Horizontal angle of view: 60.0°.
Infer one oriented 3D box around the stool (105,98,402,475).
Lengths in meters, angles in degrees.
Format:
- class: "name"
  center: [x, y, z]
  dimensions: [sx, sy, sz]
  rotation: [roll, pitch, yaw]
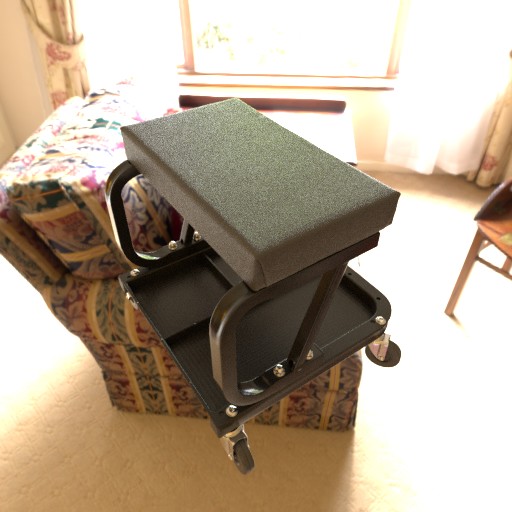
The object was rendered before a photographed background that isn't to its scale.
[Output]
- class: "stool"
  center: [0.000, 0.000, 0.728]
  dimensions: [0.371, 0.380, 0.446]
  rotation: [-24, 46, -25]
